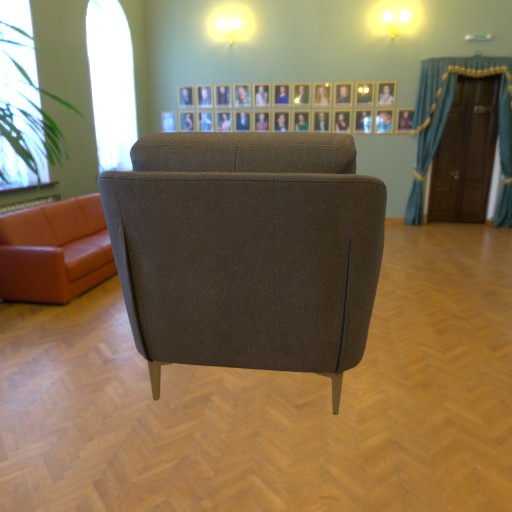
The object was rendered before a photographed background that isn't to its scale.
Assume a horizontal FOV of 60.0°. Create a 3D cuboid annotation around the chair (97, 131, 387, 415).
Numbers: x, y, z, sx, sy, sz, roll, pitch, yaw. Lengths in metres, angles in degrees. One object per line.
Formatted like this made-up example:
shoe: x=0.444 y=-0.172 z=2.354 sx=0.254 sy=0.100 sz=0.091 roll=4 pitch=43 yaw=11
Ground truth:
chair: x=0.000 y=0.000 z=1.684 sx=0.988 sy=0.901 sz=0.961 roll=2 pitch=15 yaw=8
